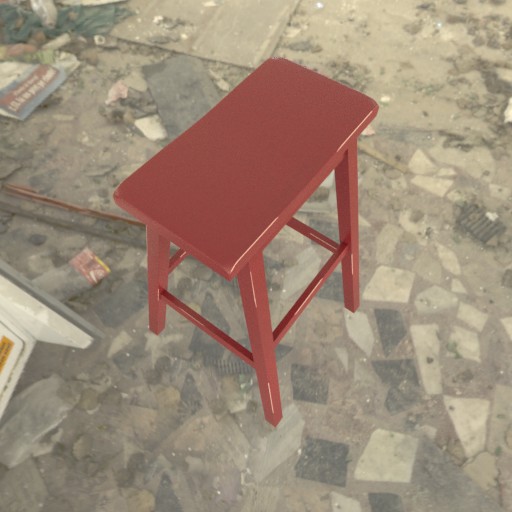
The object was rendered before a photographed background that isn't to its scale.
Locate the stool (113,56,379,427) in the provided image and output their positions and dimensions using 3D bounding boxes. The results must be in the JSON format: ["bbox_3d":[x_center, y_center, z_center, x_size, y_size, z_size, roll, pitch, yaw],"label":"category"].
[{"bbox_3d":[0.000,0.000,1.068,0.476,0.737,0.457,33,64,18],"label":"stool"}]
